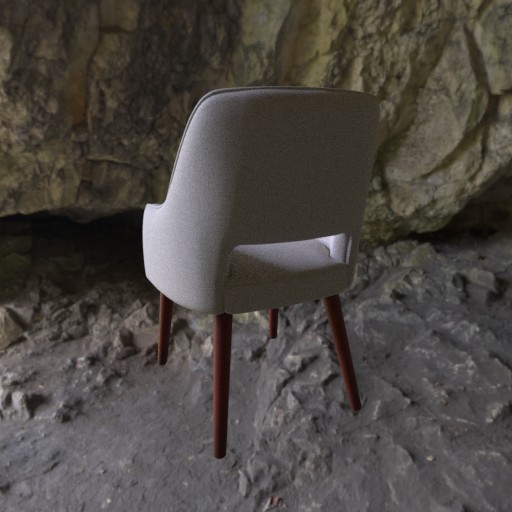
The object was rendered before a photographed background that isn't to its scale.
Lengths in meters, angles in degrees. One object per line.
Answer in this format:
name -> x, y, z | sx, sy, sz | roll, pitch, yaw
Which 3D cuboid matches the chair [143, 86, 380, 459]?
chair -> 0.000, 0.000, 1.232 | 0.560, 0.840, 0.580 | -8, 18, -26
